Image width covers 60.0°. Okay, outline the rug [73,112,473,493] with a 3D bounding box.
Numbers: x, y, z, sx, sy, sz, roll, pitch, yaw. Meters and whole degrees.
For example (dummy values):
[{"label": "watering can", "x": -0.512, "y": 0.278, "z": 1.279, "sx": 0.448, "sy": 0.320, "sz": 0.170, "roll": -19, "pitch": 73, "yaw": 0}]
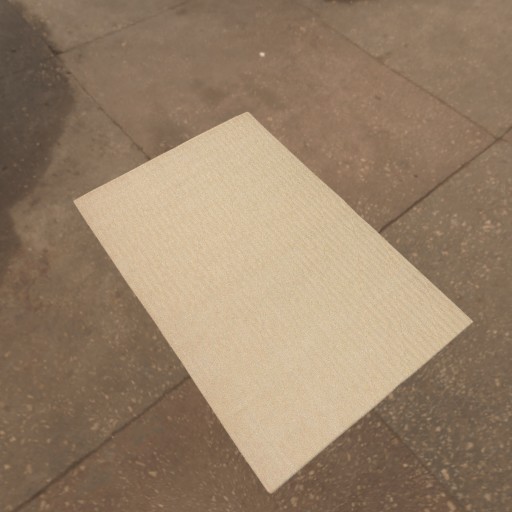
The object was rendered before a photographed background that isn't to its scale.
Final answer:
[{"label": "rug", "x": 0.000, "y": 0.000, "z": 2.324, "sx": 1.238, "sy": 0.014, "sz": 1.848, "roll": -33, "pitch": 64, "yaw": -18}]
